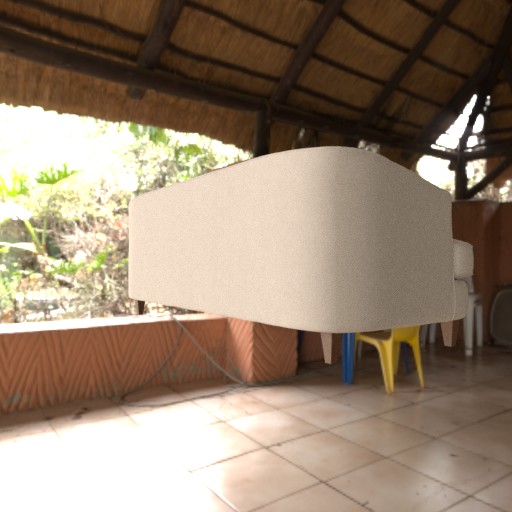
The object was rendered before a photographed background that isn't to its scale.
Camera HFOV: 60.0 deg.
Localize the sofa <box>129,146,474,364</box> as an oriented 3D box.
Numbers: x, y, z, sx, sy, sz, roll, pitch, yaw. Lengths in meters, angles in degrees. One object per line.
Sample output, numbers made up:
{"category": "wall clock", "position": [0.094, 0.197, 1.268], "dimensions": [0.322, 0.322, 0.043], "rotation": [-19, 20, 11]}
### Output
{"category": "sofa", "position": [0.000, 0.000, 2.716], "dimensions": [0.941, 0.855, 2.278], "rotation": [1, -1, -36]}
